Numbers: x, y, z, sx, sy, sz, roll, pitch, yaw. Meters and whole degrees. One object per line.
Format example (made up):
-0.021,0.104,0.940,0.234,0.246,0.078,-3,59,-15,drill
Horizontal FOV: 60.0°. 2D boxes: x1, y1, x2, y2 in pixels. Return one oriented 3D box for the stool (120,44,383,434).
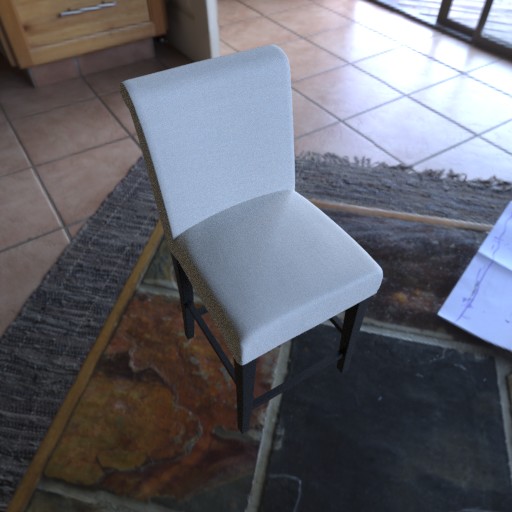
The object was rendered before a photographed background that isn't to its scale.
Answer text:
0.000,0.000,1.336,0.452,0.976,0.597,-24,51,-21,stool
